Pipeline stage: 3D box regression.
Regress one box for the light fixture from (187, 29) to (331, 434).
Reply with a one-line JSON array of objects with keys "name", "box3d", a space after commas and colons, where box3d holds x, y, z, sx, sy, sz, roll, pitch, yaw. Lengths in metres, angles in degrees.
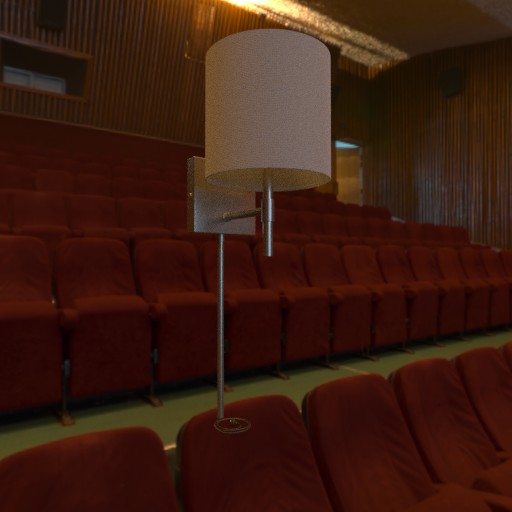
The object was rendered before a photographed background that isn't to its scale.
[{"name": "light fixture", "box3d": [0.000, 0.000, 0.691, 0.188, 0.589, 0.248, 1, -1, -37]}]
